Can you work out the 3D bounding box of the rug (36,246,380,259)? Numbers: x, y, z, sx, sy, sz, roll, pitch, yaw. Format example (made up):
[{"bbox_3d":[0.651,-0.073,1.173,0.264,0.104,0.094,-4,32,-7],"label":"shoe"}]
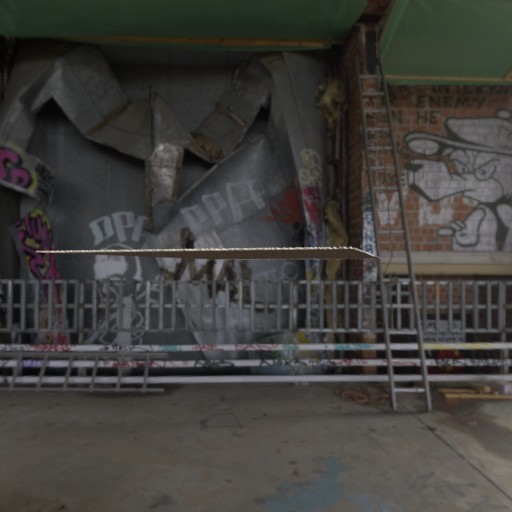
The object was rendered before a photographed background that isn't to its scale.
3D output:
[{"bbox_3d":[0.000,0.000,2.389,1.220,0.005,1.828,0,-1,18],"label":"rug"}]
